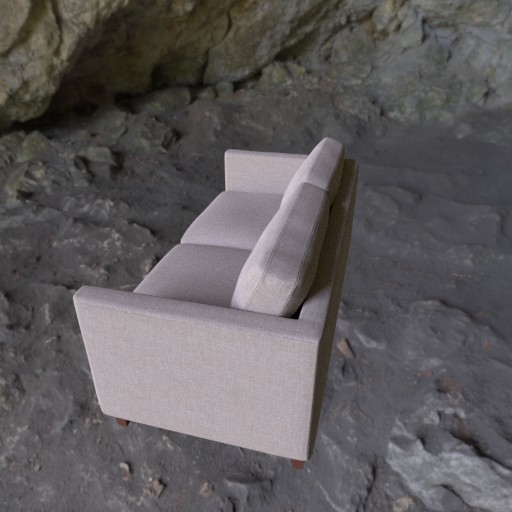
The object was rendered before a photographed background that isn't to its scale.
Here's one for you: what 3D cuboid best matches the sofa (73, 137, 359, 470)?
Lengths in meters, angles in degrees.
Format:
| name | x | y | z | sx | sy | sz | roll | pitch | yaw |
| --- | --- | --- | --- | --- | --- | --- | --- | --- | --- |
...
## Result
| name | x | y | z | sx | sy | sz | roll | pitch | yaw |
| --- | --- | --- | --- | --- | --- | --- | --- | --- | --- |
| sofa | 0.000 | 0.000 | 2.425 | 0.951 | 0.947 | 1.884 | 8 | 31 | 13 |
